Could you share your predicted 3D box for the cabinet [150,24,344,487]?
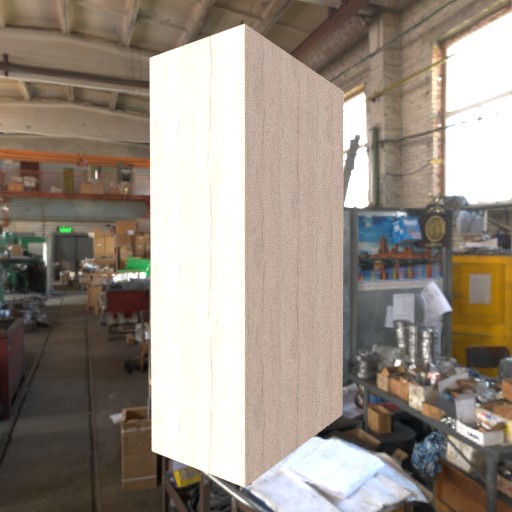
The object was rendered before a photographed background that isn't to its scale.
[{"bbox_3d":[0.000,0.000,2.404,0.580,1.930,0.980,1,2,35],"label":"cabinet"}]
